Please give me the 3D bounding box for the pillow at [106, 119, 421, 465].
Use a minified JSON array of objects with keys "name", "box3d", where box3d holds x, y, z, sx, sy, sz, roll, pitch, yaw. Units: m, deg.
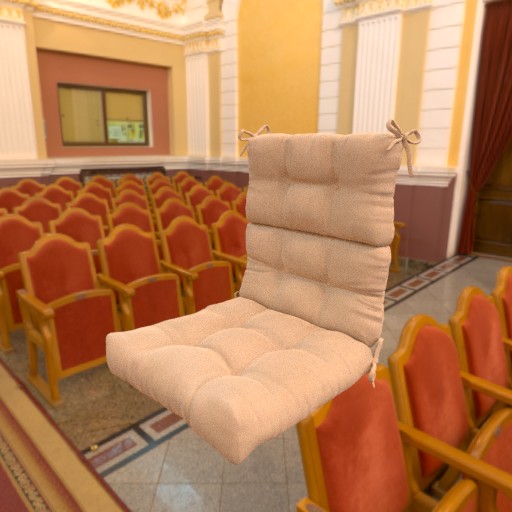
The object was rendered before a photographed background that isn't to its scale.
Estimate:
[{"name":"pillow","box3d":[0.000,0.000,1.024,0.571,0.605,0.519,-14,20,-43]}]
